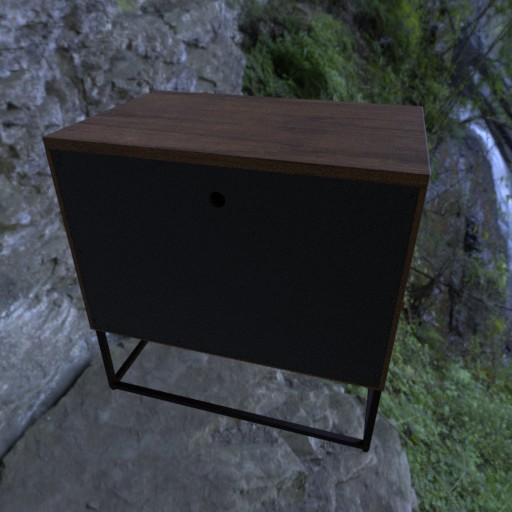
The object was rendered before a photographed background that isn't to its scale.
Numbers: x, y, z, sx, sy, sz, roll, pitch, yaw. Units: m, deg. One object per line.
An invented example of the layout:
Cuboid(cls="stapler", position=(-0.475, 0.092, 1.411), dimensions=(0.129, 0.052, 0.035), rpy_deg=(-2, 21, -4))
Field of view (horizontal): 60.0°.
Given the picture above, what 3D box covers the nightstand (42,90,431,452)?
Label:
Cuboid(cls="nightstand", position=(0.000, 0.000, 0.994), dimensions=(0.610, 0.610, 0.437), rpy_deg=(9, 32, 14))
